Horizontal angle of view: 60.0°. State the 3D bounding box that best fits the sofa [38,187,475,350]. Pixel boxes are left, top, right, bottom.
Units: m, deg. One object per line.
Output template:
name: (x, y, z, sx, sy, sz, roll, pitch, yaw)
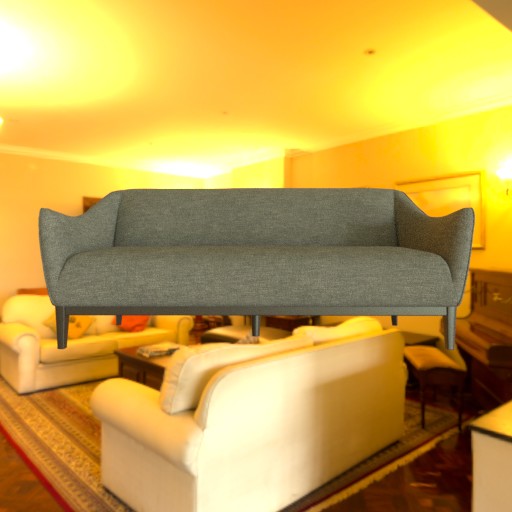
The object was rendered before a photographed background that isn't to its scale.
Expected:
sofa: (0.000, 0.000, 2.335, 1.928, 0.829, 0.867, 0, 0, 0)
